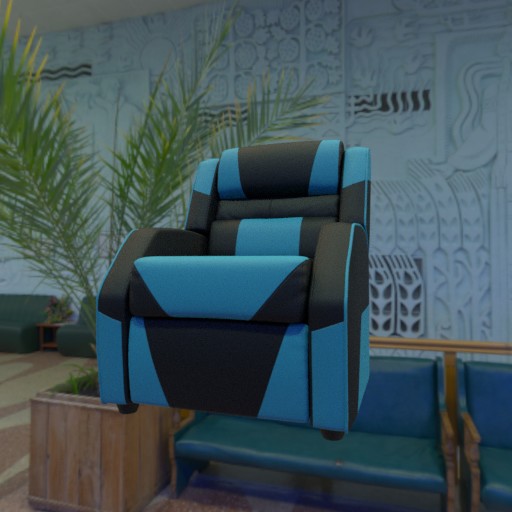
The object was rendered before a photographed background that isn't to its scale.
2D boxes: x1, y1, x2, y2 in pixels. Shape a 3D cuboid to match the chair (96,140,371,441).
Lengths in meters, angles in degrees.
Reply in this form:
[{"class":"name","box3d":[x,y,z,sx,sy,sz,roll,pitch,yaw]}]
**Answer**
[{"class":"chair","box3d":[0.000,0.000,1.299,0.620,0.805,0.672,0,-1,19]}]
